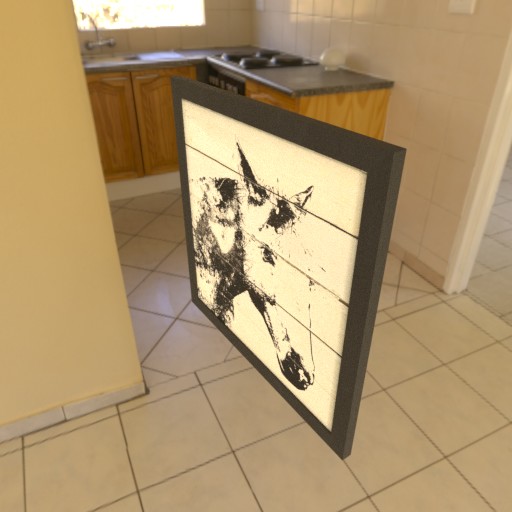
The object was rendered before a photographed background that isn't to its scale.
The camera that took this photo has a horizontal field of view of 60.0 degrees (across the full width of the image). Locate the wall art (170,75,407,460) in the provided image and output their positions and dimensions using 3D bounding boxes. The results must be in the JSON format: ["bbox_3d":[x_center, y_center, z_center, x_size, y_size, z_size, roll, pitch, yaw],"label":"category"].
[{"bbox_3d":[0.000,0.000,1.515,0.038,1.016,1.016,-20,37,-29],"label":"wall art"}]
